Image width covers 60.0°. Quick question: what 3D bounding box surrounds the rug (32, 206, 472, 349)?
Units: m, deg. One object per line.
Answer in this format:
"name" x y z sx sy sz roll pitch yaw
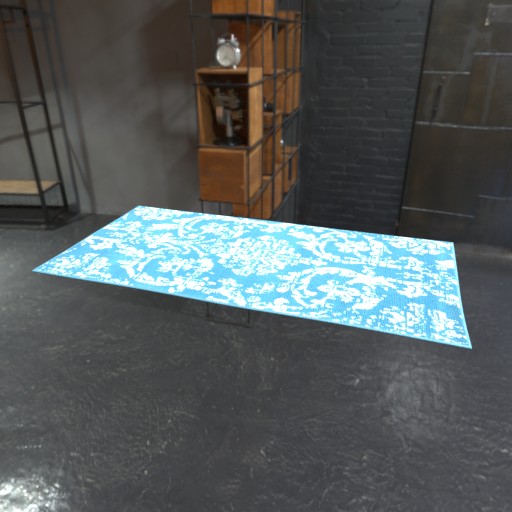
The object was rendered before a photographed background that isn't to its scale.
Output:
"rug" 0.000 0.000 1.420 1.219 0.007 0.604 8 27 16
